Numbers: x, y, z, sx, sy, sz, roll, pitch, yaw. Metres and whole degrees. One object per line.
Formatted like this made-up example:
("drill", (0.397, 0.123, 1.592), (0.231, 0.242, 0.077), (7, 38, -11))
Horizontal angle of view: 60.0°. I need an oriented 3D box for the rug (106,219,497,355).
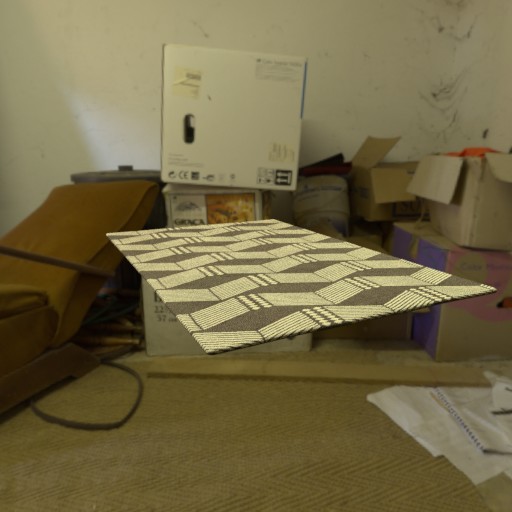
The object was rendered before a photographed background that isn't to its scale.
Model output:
("rug", (0.000, 0.000, 2.267), (1.210, 0.016, 1.833), (-7, 16, -26))
